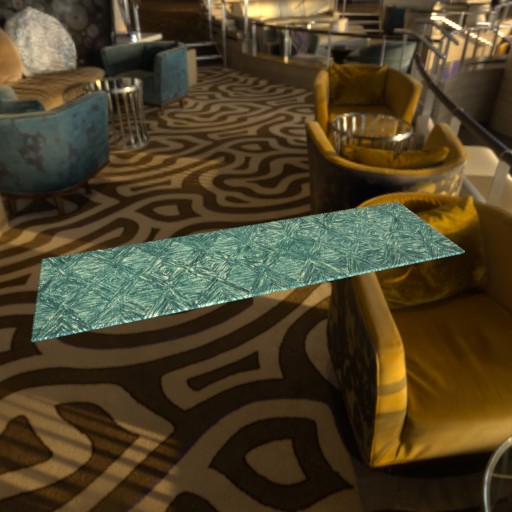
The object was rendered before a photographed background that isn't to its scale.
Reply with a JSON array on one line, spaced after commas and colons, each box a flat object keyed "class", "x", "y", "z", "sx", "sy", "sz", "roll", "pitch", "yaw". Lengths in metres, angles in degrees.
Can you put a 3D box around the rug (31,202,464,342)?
[{"class": "rug", "x": 0.000, "y": 0.000, "z": 2.495, "sx": 2.286, "sy": 0.016, "sz": 0.676, "roll": -10, "pitch": 35, "yaw": -15}]
